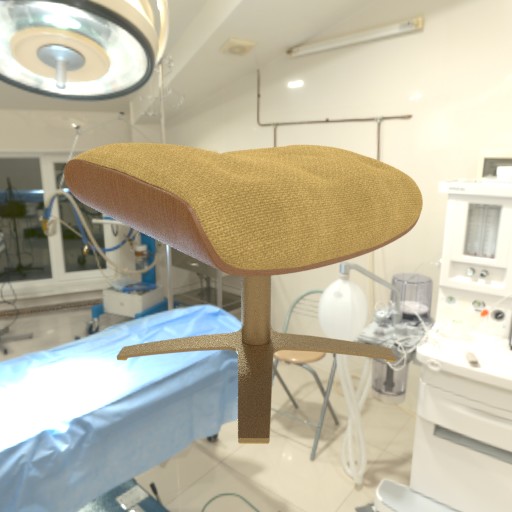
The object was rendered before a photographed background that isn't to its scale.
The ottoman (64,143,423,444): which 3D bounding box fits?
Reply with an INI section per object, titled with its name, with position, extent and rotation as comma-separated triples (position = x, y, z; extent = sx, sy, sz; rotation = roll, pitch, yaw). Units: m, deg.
[ottoman]
position = 0.000, 0.000, 0.795
extent = 0.520, 0.391, 0.394
rotation = -13, 18, -43
